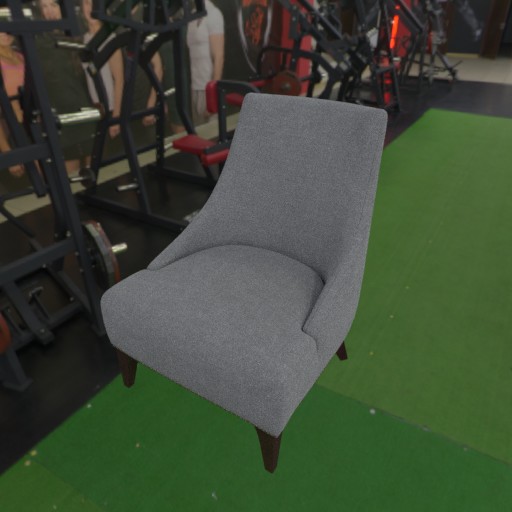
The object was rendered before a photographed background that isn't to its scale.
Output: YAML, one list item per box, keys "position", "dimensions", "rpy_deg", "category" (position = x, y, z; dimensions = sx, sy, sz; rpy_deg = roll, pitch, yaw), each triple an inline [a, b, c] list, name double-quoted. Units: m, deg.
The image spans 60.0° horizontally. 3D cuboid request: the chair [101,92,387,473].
- position: [0.000, 0.000, 1.515]
  dimensions: [0.701, 0.909, 0.861]
  rpy_deg: [18, 35, 28]
  category: "chair"
